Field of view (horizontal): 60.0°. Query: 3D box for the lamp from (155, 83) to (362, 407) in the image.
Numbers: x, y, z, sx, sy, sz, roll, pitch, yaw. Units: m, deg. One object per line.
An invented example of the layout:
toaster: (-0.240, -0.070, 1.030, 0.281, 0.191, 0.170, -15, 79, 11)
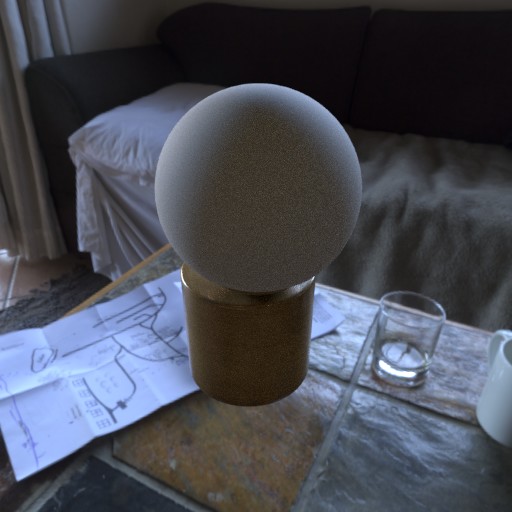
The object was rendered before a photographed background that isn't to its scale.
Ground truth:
lamp: (0.000, 0.000, 0.341, 0.141, 0.250, 0.152, -9, 31, -15)
